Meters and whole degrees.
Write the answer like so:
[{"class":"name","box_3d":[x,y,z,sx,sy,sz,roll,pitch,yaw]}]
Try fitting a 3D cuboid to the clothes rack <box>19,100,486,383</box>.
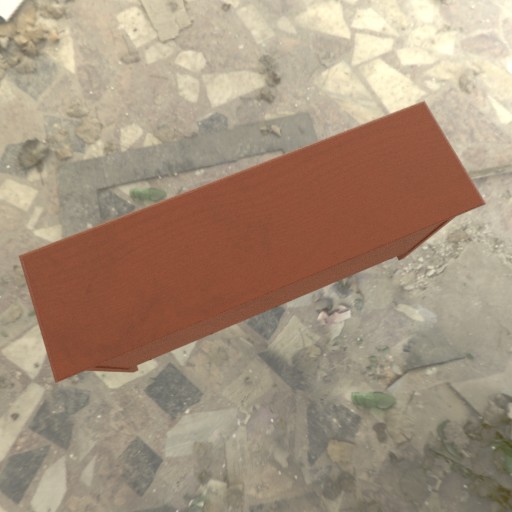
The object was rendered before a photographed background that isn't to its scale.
[{"class":"clothes rack","box_3d":[0.000,0.000,1.498,1.251,0.594,0.362,-22,76,-6]}]
